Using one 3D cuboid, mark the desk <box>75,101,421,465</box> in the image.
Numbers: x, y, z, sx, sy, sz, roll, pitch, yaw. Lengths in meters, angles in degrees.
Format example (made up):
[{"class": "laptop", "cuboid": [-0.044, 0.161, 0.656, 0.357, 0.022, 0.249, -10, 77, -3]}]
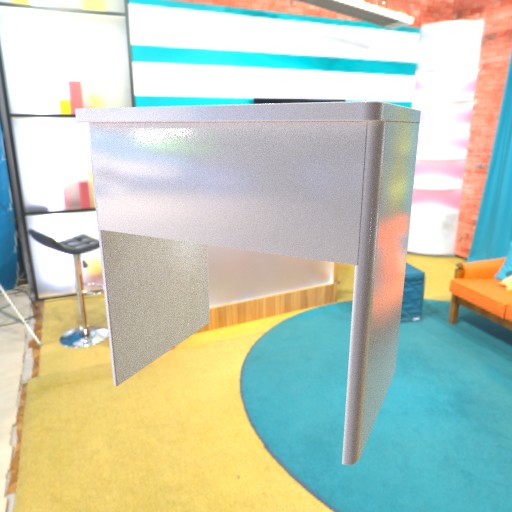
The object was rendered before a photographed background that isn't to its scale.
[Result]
[{"class": "desk", "cuboid": [0.000, 0.000, 1.276, 0.762, 0.800, 0.549, 8, 18, 26]}]
